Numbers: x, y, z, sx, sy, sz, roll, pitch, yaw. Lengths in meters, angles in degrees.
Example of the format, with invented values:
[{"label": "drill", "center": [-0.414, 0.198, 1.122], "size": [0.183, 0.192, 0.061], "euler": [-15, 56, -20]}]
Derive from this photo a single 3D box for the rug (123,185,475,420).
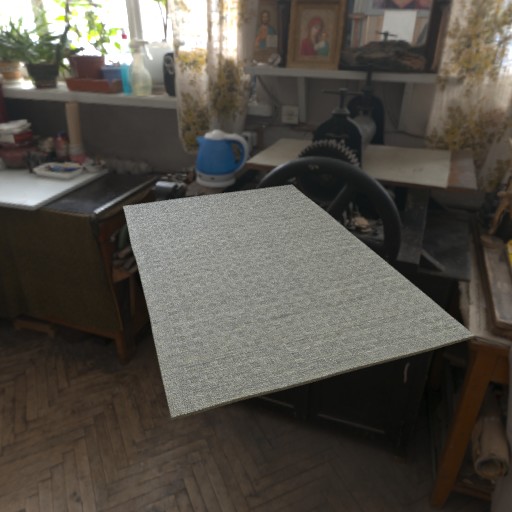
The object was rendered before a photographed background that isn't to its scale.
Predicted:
[{"label": "rug", "center": [0.000, 0.000, 2.945], "size": [1.532, 0.018, 2.297], "euler": [-10, 31, -17]}]
